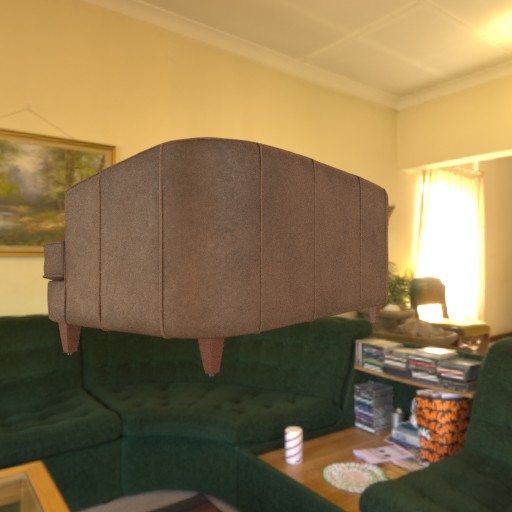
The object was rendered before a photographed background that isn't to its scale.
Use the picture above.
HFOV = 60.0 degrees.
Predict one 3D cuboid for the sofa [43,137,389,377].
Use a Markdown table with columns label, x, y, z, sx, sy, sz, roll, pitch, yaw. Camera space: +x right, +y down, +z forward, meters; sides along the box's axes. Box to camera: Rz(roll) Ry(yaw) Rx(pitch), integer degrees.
| label | x | y | z | sx | sy | sz | roll | pitch | yaw |
| --- | --- | --- | --- | --- | --- | --- | --- | --- | --- |
| sofa | 0.000 | 0.000 | 2.225 | 0.917 | 0.799 | 1.767 | 0 | -1 | 36 |
